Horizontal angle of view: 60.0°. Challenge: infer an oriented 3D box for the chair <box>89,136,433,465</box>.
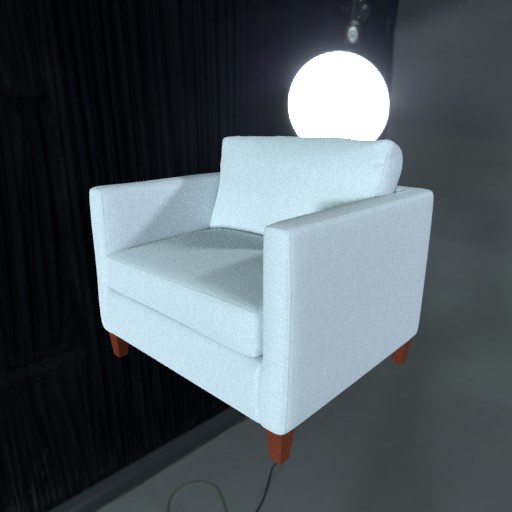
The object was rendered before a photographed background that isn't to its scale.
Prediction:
[{"bbox_3d":[0.000,0.000,1.862,1.107,0.961,0.953,16,23,41],"label":"chair"}]
